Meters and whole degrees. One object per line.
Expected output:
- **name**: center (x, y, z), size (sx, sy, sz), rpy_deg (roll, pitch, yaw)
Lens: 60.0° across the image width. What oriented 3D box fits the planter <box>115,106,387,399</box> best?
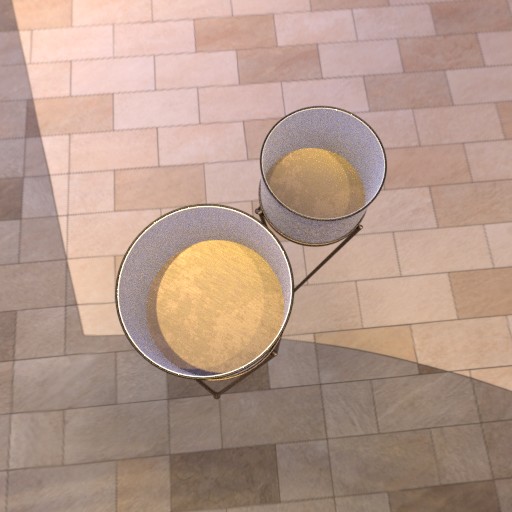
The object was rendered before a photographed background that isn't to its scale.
- **planter**: center (0.000, 0.000, 1.205), size (0.413, 0.712, 0.769), rpy_deg (38, 78, 10)
